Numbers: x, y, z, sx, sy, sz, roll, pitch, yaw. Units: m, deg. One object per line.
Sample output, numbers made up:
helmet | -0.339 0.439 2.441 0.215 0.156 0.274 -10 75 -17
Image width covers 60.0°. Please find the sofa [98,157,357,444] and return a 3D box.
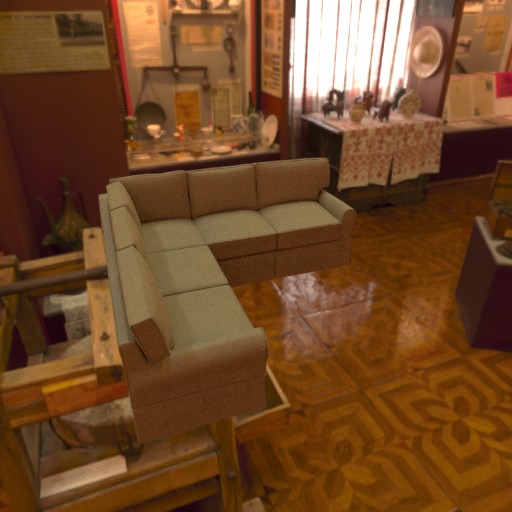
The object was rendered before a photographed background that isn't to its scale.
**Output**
sofa | 0.000 0.000 4.155 2.623 1.081 2.618 -10 31 -17
